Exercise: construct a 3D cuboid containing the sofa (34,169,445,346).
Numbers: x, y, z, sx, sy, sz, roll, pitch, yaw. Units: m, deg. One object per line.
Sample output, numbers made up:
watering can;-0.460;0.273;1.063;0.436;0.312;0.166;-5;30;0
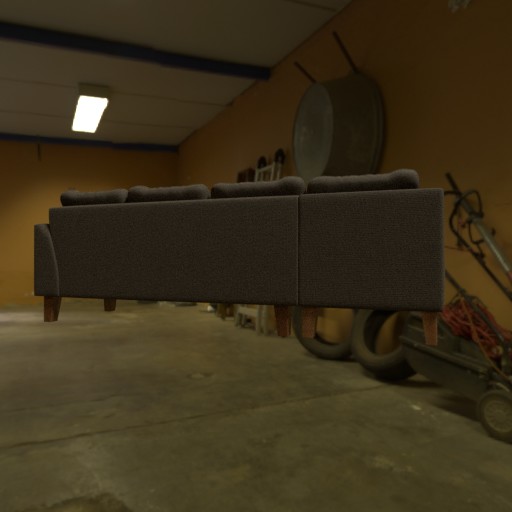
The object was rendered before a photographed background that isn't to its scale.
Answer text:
sofa;0.000;0.000;3.527;2.679;0.932;1.829;0;0;19
